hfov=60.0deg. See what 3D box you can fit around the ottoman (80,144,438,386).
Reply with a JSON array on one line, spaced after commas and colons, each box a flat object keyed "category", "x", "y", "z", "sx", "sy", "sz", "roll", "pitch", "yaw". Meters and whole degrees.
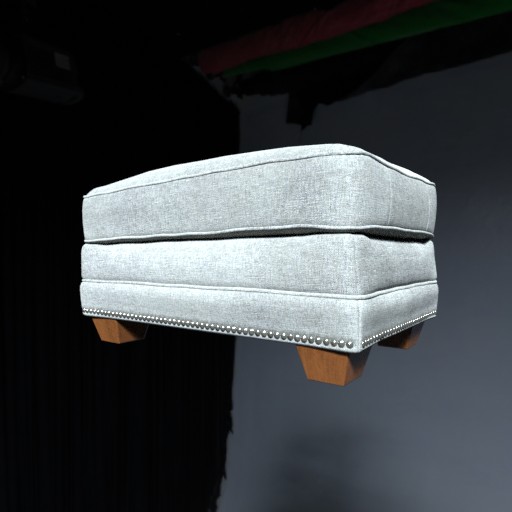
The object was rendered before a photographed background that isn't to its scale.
[{"category": "ottoman", "x": 0.000, "y": 0.000, "z": 1.172, "sx": 0.813, "sy": 0.457, "sz": 0.561, "roll": 0, "pitch": 1, "yaw": 36}]
